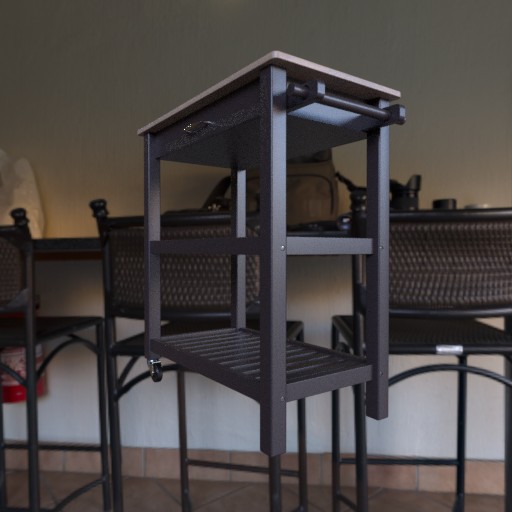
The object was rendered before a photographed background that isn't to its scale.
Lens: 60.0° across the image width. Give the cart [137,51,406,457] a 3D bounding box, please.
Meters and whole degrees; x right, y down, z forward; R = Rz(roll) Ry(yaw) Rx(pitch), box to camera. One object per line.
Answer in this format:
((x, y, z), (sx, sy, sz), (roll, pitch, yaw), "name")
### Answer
((0.000, 0.000, 1.436), (0.457, 0.927, 0.899), (-1, 1, -36), "cart")
